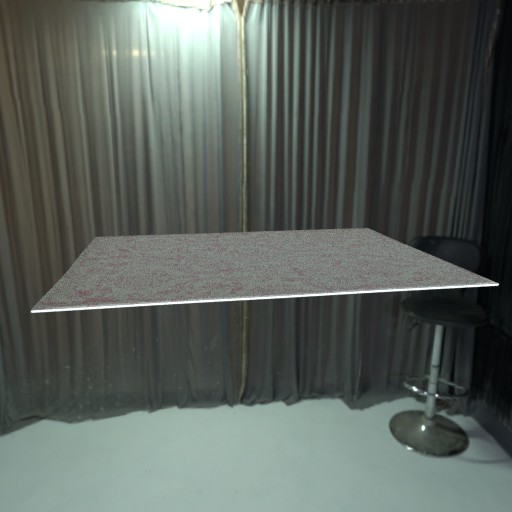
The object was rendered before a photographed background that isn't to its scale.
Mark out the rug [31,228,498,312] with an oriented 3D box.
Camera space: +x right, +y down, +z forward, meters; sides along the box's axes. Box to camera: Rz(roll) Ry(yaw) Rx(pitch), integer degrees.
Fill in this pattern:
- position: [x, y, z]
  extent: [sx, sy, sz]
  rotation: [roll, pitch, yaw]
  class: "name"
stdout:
- position: [0.000, 0.000, 2.810]
  extent: [2.202, 0.014, 1.598]
  rotation: [-2, 14, -10]
  class: "rug"
